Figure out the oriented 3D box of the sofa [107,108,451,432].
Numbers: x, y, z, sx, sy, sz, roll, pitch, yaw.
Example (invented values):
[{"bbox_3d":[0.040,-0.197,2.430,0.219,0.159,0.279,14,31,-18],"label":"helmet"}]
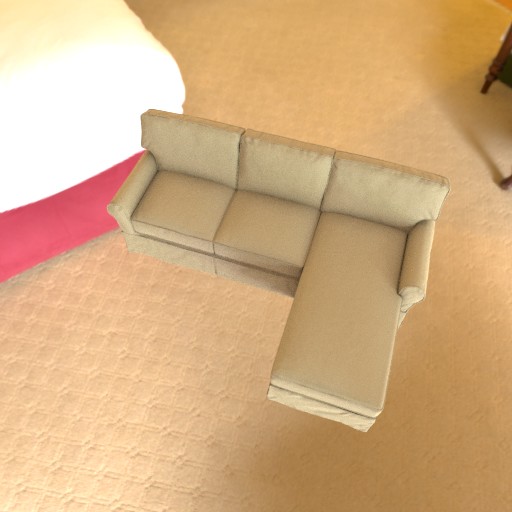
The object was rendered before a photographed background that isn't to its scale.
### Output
[{"bbox_3d":[0.000,0.000,3.330,2.475,0.978,1.733,16,59,10],"label":"sofa"}]
